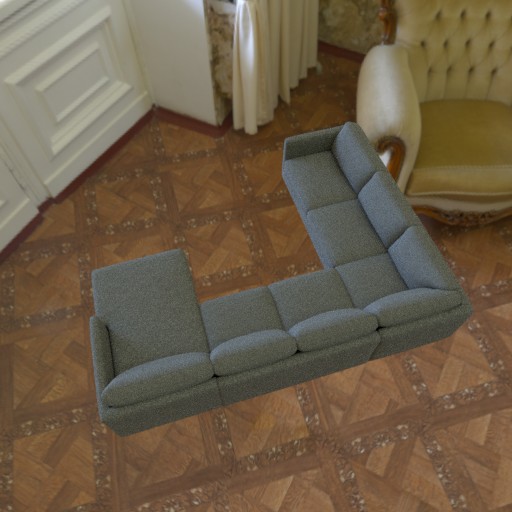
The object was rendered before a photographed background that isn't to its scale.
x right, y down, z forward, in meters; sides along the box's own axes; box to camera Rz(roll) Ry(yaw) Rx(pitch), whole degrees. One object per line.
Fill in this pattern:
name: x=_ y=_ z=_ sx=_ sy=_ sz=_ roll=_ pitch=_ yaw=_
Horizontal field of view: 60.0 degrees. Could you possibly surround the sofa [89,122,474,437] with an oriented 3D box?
sofa: x=0.000 y=0.000 z=4.443 sx=3.238 sy=0.853 sz=2.551 roll=-14 pitch=58 yaw=-9
